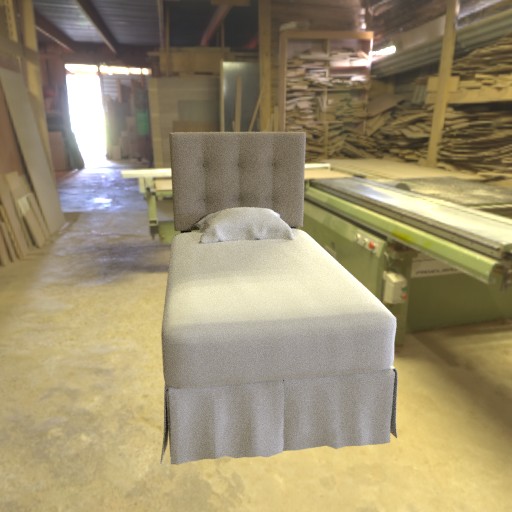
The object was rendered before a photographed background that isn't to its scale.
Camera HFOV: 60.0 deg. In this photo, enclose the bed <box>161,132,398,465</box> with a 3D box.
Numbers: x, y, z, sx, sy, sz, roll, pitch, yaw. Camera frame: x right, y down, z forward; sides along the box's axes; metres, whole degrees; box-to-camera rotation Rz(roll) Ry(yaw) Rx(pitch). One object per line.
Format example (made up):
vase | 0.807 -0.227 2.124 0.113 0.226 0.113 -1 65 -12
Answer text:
bed | 0.000 0.000 2.994 1.261 1.571 1.997 -3 17 -8
